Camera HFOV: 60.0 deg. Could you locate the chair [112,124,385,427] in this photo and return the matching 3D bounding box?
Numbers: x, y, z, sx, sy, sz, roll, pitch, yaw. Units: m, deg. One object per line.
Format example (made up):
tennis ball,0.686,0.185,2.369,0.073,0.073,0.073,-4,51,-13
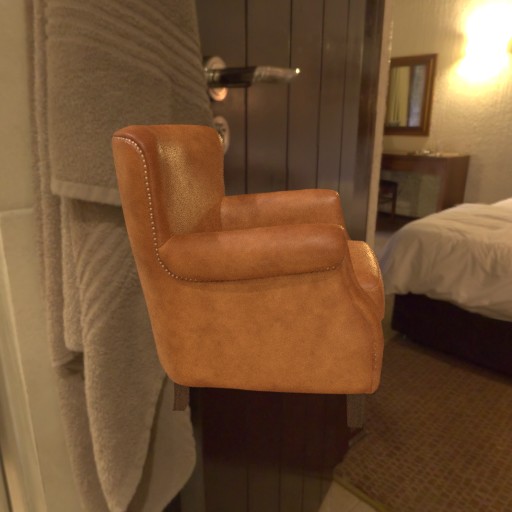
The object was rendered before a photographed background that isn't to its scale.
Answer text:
chair,0.000,0.000,1.653,0.921,0.936,0.861,3,17,8
